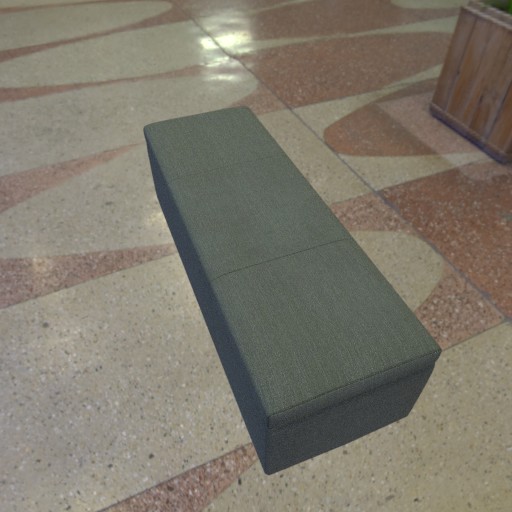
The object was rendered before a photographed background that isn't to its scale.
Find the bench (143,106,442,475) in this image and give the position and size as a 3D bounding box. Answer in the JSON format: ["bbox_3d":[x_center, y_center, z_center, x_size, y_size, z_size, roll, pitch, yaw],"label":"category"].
[{"bbox_3d":[0.000,0.000,1.497,0.446,0.438,1.269,-16,48,-15],"label":"bench"}]
